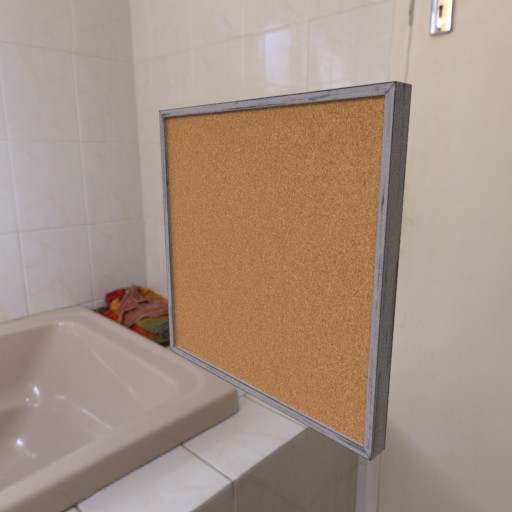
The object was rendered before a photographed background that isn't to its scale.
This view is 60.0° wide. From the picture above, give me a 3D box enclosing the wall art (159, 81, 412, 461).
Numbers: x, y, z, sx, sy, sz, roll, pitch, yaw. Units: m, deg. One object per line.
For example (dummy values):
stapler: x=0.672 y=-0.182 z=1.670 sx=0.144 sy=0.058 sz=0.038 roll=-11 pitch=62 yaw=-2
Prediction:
wall art: x=0.000 y=0.000 z=0.759 sx=0.038 sy=0.506 sz=0.506 roll=-12 pitch=18 yaw=-43
